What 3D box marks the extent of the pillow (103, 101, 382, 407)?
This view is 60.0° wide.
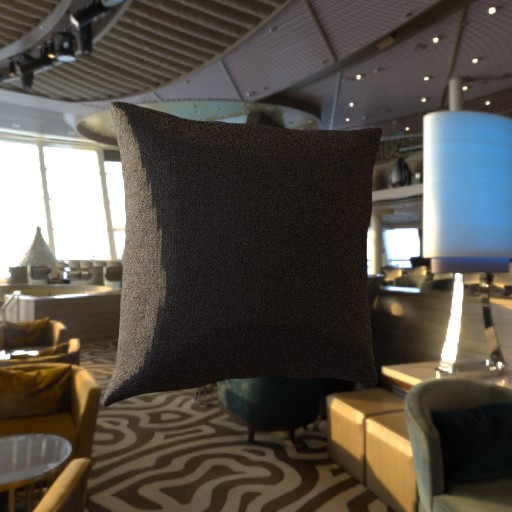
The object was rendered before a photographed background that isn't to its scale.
[{"bbox_3d":[0.000,0.000,0.695,0.452,0.439,0.204,0,-1,-18],"label":"pillow"}]
